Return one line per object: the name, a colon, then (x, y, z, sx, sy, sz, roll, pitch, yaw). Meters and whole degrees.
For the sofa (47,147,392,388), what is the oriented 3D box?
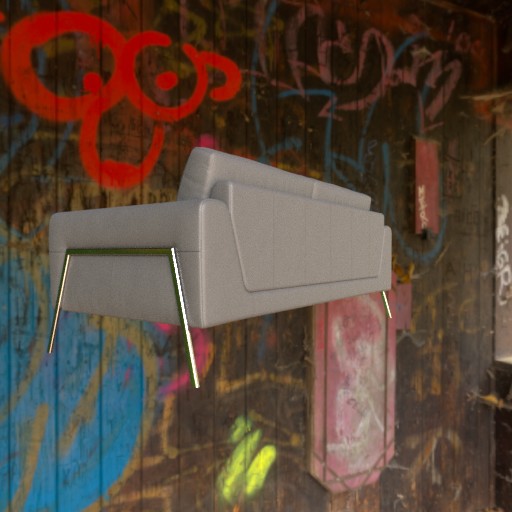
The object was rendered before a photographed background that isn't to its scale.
sofa: (0.000, 0.000, 2.578, 0.953, 0.875, 2.017, 0, 0, 35)
